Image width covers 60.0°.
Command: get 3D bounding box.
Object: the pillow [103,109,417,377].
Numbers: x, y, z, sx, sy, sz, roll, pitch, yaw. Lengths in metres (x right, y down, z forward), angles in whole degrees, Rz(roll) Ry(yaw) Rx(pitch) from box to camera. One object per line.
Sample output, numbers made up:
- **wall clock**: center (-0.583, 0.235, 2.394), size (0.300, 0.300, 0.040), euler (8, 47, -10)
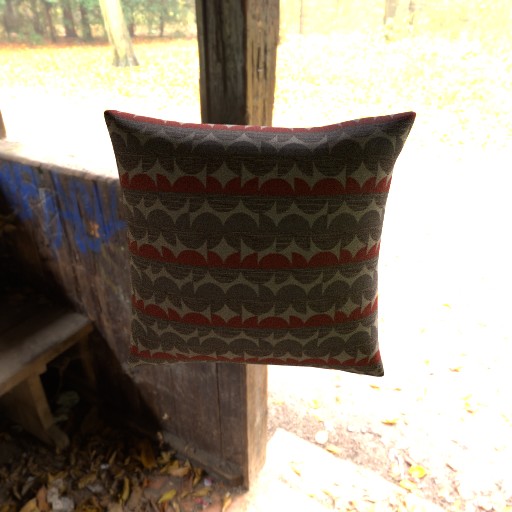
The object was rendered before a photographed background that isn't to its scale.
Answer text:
- **pillow**: center (0.000, 0.000, 0.656), size (0.420, 0.410, 0.180), euler (1, 30, 2)
